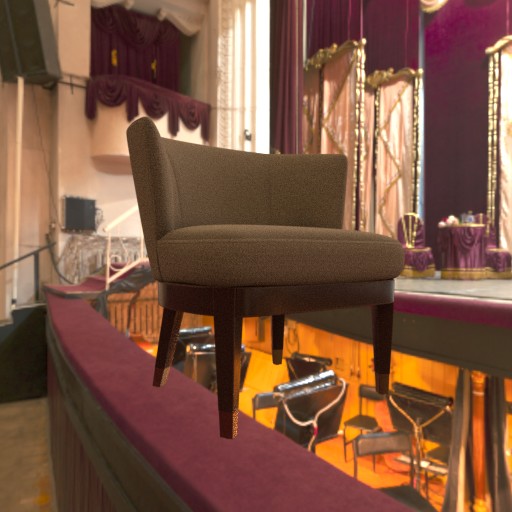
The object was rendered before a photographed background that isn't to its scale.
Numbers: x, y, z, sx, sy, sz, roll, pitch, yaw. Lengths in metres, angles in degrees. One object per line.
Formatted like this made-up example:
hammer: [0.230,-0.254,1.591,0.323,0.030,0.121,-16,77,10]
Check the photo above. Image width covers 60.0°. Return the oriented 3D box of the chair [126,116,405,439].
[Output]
chair: [0.000,0.000,1.274,0.700,0.760,0.660,0,0,-36]
